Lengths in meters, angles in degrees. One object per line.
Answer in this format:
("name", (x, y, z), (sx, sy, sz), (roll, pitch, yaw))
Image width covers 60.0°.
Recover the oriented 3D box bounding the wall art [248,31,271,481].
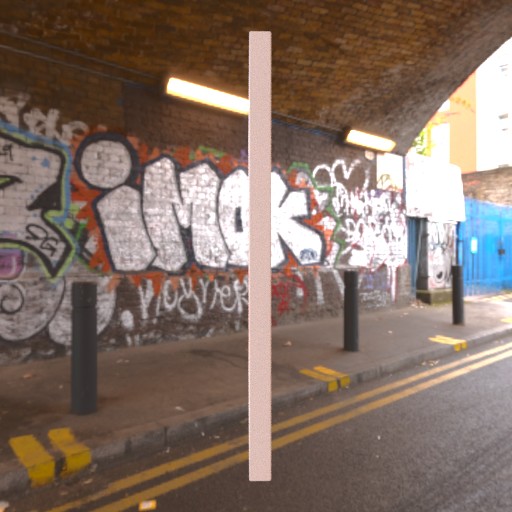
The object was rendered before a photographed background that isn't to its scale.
("wall art", (0.000, 0.000, 1.497), (0.049, 1.009, 1.009), (0, 0, -1))
